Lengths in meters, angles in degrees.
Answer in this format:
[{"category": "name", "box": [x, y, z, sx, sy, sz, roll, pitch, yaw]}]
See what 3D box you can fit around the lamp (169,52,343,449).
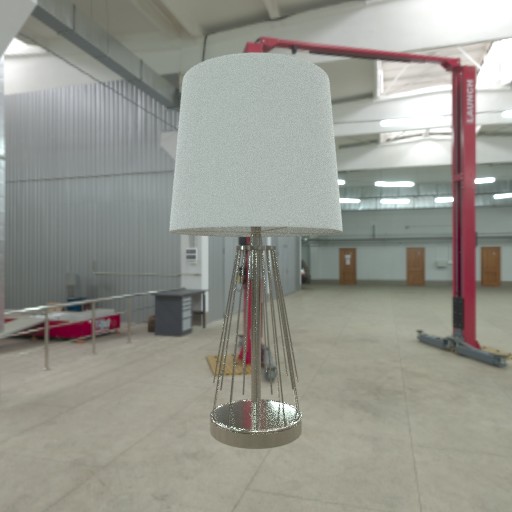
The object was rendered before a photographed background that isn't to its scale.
[{"category": "lamp", "box": [0.000, 0.000, 0.789, 0.303, 0.618, 0.303, 0, 0, 0]}]
